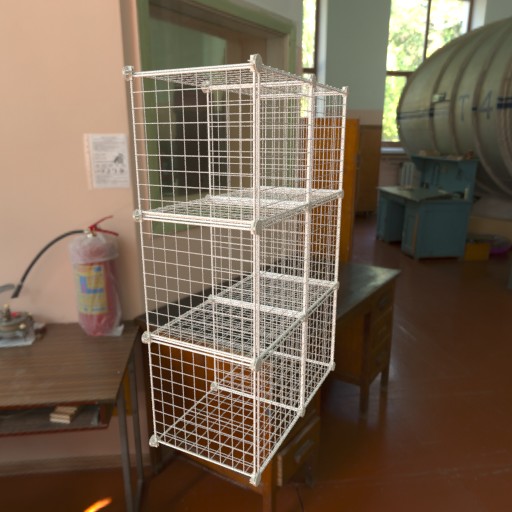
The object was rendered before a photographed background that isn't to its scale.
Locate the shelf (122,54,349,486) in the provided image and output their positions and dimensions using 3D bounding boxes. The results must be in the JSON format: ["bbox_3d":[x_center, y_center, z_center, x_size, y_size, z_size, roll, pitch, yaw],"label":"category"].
[{"bbox_3d":[0.000,0.000,1.420,0.356,1.067,0.711,7,17,26],"label":"shelf"}]
